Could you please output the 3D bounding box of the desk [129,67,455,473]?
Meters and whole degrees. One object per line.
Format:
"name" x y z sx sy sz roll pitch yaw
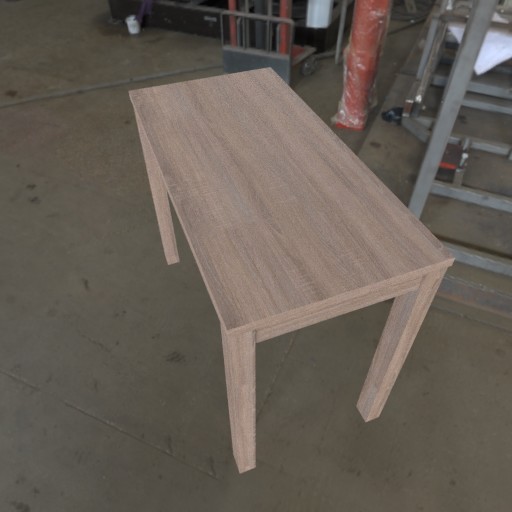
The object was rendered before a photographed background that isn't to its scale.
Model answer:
"desk" 0.000 0.000 1.444 0.495 0.762 0.991 -16 48 -15
